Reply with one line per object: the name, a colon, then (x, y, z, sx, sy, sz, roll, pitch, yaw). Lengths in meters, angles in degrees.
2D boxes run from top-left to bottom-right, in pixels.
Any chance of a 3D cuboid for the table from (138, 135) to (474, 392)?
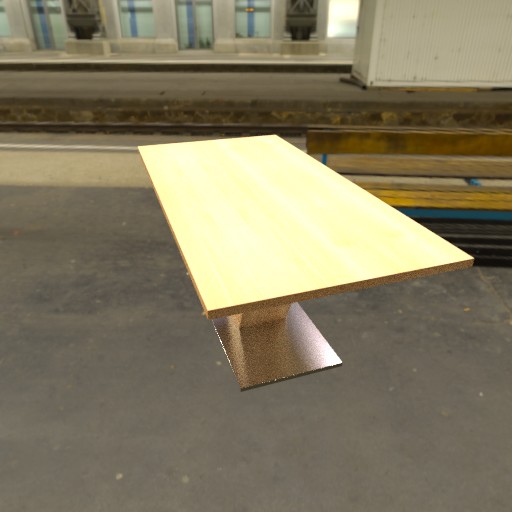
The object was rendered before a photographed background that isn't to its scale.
table: (0.000, 0.000, 2.257, 0.900, 0.750, 1.800, -9, 30, -17)
